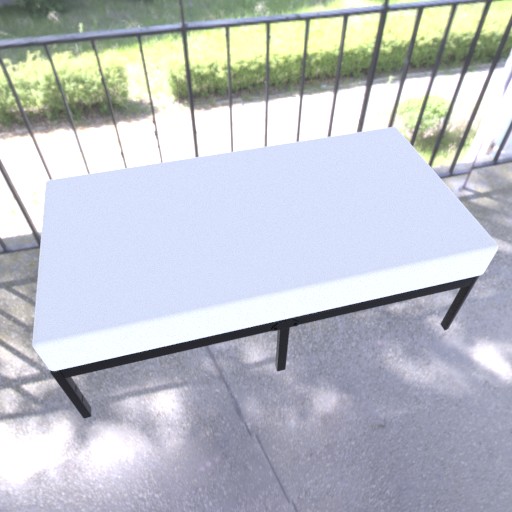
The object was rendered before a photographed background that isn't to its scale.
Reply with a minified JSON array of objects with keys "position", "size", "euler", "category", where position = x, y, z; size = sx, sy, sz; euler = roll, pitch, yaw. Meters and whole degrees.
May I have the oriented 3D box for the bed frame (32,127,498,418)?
[{"position":[0.000,0.000,2.330],"size":[1.950,0.659,1.023],"euler":[-11,49,-10],"category":"bed frame"}]
